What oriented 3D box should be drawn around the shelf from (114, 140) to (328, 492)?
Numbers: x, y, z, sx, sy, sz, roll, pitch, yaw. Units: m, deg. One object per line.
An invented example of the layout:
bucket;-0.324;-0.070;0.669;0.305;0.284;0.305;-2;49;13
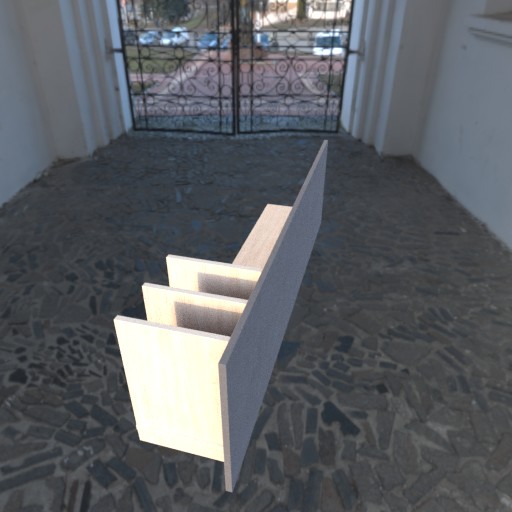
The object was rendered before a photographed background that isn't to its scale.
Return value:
shelf;0.000;0.000;1.112;0.200;0.300;1.020;8;33;13
